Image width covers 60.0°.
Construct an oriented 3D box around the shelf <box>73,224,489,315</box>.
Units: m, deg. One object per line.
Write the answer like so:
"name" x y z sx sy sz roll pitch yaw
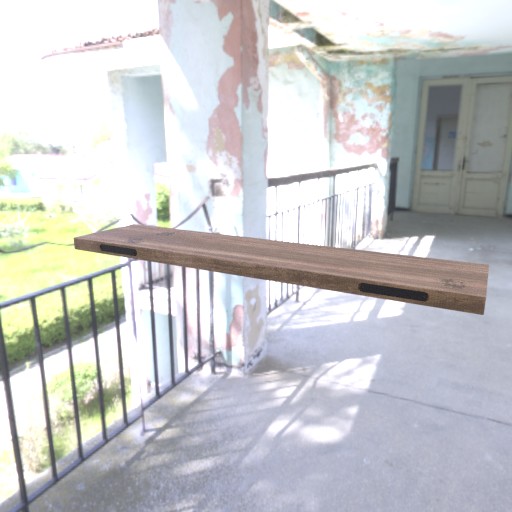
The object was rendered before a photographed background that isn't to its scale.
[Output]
"shelf" 0.000 0.000 0.655 0.610 0.020 0.140 8 17 27
